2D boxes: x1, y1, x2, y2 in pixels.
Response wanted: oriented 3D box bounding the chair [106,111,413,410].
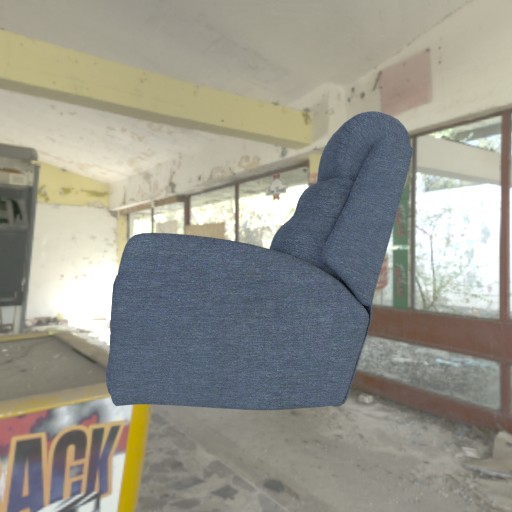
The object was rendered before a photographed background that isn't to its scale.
[{"bbox_3d":[0.000,0.000,1.775,1.043,1.013,0.798,0,0,0],"label":"chair"}]
